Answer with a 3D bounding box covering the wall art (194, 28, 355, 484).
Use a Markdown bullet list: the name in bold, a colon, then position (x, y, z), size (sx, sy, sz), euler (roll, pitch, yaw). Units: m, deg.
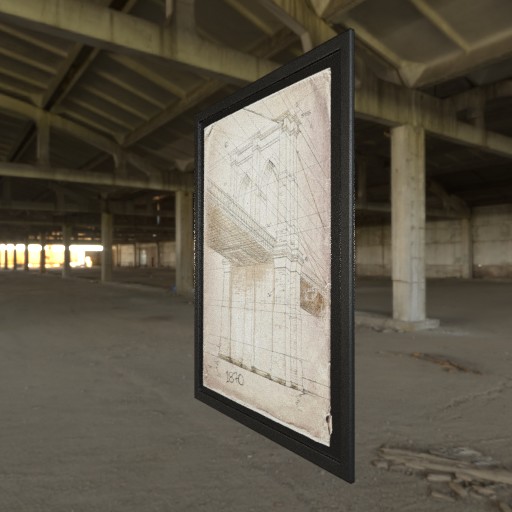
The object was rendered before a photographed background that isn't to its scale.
- **wall art**: position (0.000, 0.000, 1.231), size (0.013, 0.967, 0.707), euler (0, 0, -36)
